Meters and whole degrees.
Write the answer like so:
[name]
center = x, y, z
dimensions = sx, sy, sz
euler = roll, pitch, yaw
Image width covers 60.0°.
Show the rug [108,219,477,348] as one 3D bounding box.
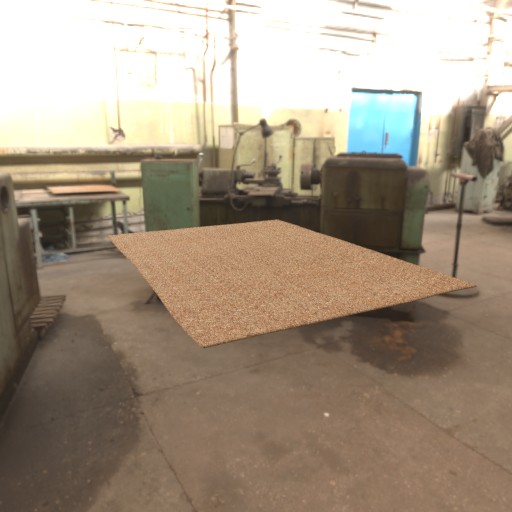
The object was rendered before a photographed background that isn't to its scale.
[rug]
center = 0.000, 0.000, 2.886
dimensions = 1.566, 0.013, 2.141
euler = -8, 17, -26
